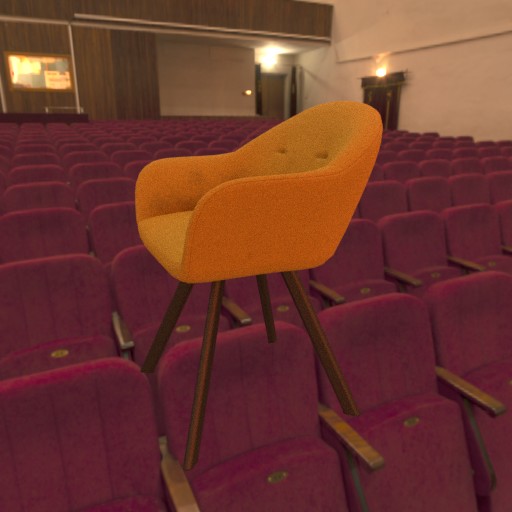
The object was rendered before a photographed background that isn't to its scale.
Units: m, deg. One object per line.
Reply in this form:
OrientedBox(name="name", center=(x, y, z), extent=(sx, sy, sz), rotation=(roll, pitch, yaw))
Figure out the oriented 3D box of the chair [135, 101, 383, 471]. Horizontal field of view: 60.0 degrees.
OrientedBox(name="chair", center=(0.000, 0.000, 1.158), extent=(0.565, 0.775, 0.545), rotation=(-8, 18, -24))
